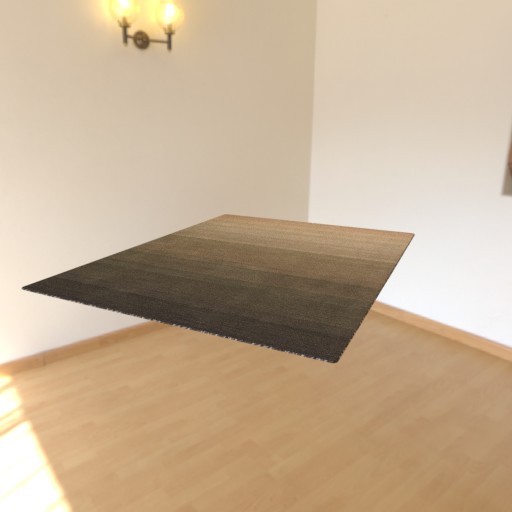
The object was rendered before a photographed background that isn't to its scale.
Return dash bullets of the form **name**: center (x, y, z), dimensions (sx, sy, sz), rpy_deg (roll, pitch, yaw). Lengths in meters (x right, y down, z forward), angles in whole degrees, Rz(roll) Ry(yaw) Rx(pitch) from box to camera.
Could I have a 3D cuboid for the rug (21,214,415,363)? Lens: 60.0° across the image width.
- **rug**: center (0.000, 0.000, 3.891), dimensions (2.306, 0.017, 2.902), rpy_deg (8, 19, 25)
